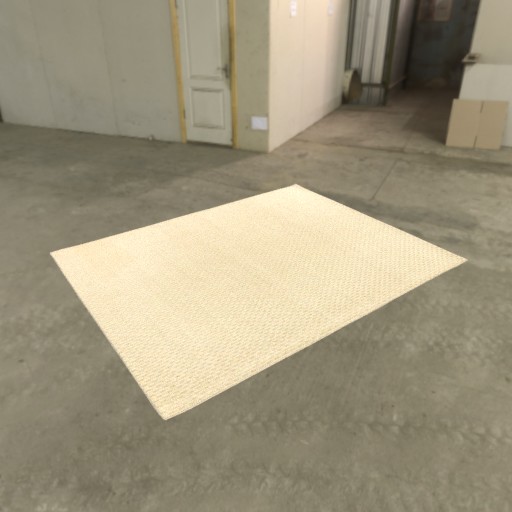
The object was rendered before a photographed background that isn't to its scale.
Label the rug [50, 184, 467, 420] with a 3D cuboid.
[{"bbox_3d":[0.000,0.000,3.890,2.897,0.035,2.277,-20,35,-31],"label":"rug"}]
